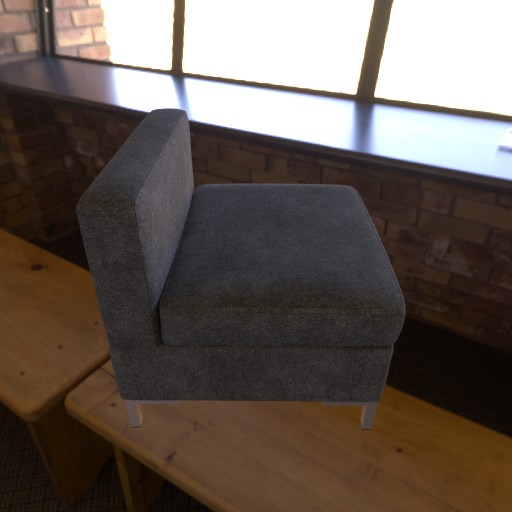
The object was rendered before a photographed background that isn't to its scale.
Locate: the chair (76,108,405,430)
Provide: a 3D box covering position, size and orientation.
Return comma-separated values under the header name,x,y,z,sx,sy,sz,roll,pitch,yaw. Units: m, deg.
name,x,y,z,sx,sy,sz,roll,pitch,yaw
chair,0.000,0.000,1.243,0.680,0.660,0.680,0,33,1
